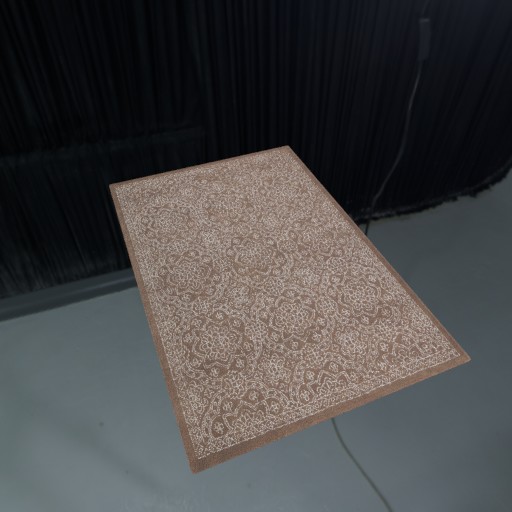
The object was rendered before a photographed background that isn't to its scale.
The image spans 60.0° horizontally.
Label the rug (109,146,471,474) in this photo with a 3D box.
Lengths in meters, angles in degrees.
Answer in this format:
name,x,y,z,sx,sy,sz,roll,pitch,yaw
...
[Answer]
name,x,y,z,sx,sy,sz,roll,pitch,yaw
rug,0.000,0.000,2.878,1.524,0.011,2.286,-16,47,-15
